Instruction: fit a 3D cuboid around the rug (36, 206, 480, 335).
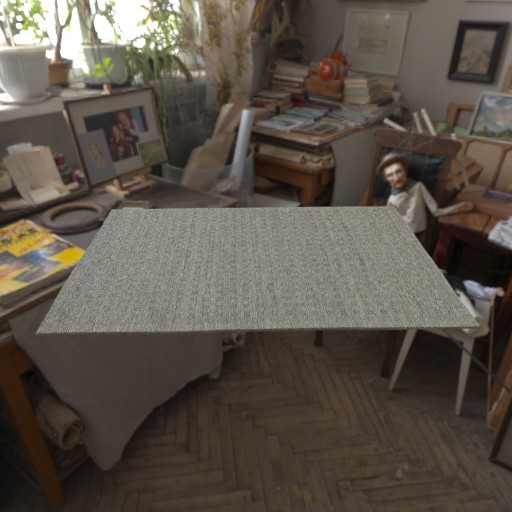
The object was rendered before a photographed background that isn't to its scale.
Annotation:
[{"bbox_3d":[0.000,0.000,2.937,2.297,0.018,1.532,-1,30,-1],"label":"rug"}]
